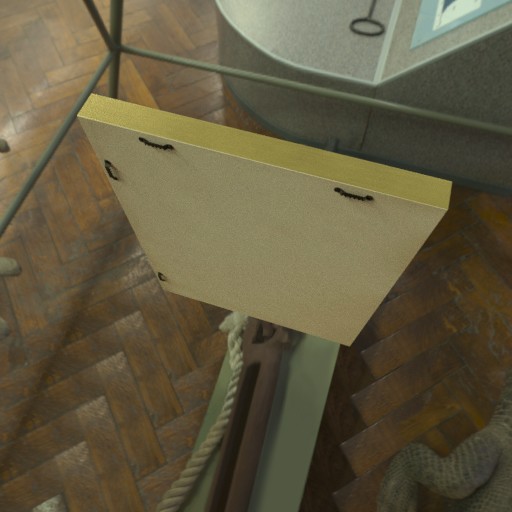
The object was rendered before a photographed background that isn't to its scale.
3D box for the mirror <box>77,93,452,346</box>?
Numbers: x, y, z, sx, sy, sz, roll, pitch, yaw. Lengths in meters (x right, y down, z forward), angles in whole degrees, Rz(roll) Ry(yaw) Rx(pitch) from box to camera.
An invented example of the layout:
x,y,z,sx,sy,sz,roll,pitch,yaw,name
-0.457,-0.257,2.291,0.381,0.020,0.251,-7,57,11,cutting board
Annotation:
x,y,z,sx,sy,sz,roll,pitch,yaw,name
0.000,0.000,0.695,0.405,0.508,0.041,16,65,8,mirror
